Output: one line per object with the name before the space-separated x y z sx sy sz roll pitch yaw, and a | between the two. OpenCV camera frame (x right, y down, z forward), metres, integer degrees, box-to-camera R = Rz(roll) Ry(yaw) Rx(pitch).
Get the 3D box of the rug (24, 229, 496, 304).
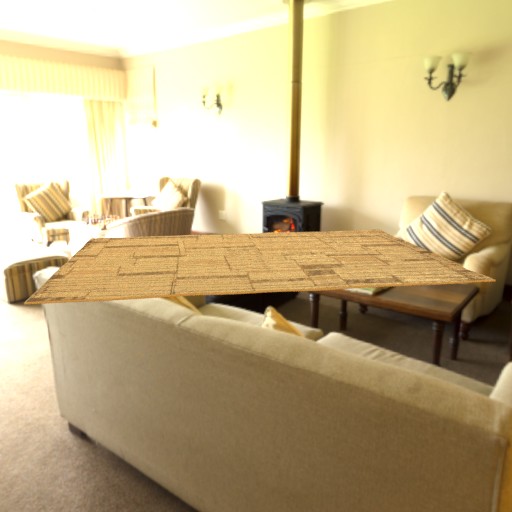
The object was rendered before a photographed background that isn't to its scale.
rug | 0.000 0.000 2.989 2.444 0.023 1.531 -2 14 -8
